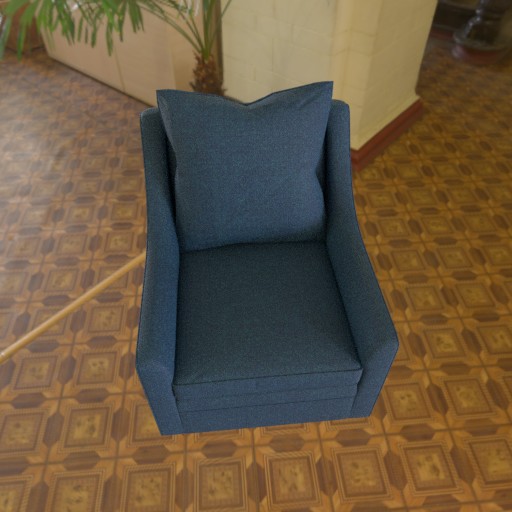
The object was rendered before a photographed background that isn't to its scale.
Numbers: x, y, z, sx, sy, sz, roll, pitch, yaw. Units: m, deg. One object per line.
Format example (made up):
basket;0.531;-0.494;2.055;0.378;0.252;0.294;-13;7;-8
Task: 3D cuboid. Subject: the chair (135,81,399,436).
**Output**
chair;0.000;0.000;1.561;0.750;0.939;0.870;-4;47;-4
